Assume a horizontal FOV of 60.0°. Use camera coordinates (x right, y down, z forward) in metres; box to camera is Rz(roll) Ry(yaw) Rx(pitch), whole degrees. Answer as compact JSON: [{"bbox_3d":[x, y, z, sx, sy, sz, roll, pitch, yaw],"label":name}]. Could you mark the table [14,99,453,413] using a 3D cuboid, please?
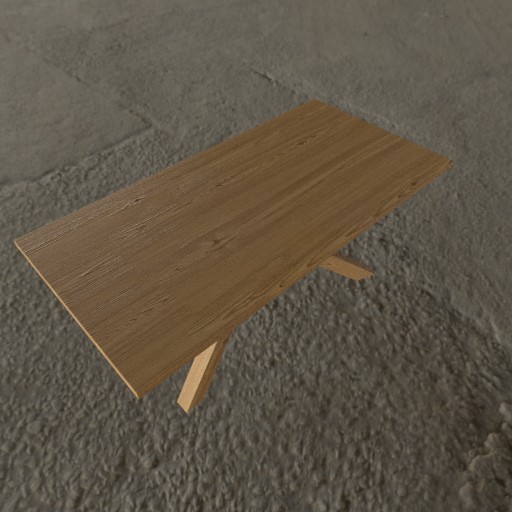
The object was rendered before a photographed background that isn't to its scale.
[{"bbox_3d":[0.000,0.000,2.229,1.797,0.750,0.901,-34,54,-29],"label":"table"}]
